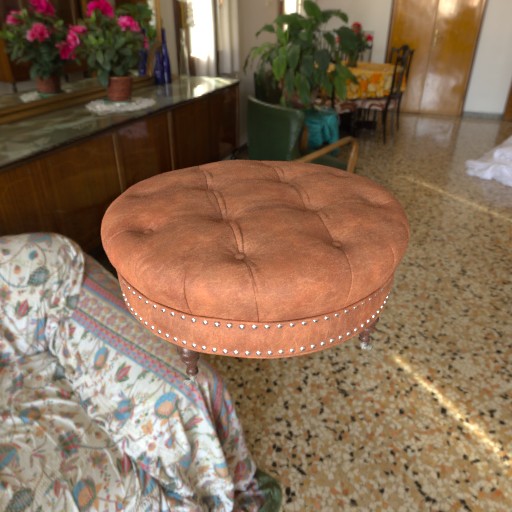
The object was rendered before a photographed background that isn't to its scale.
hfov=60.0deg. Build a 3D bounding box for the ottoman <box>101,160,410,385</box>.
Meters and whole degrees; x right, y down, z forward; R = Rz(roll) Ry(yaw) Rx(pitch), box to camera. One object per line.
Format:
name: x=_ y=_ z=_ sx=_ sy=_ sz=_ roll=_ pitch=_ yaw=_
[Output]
ottoman: x=0.000 y=0.000 z=1.419 sx=0.901 sy=0.444 sz=0.901 roll=0 pitch=29 yaw=0
